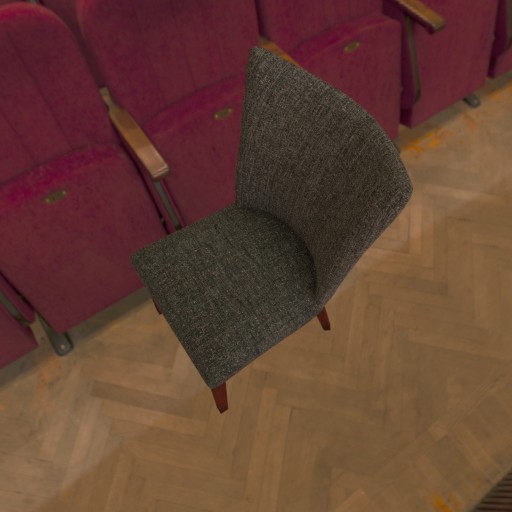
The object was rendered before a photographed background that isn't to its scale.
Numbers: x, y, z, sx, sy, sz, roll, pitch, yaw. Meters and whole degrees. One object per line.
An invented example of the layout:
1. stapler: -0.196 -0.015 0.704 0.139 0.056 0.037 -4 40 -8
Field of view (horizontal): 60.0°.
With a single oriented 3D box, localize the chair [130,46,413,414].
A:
1. chair: 0.000 0.000 1.300 0.623 0.924 0.535 -31 65 -16
